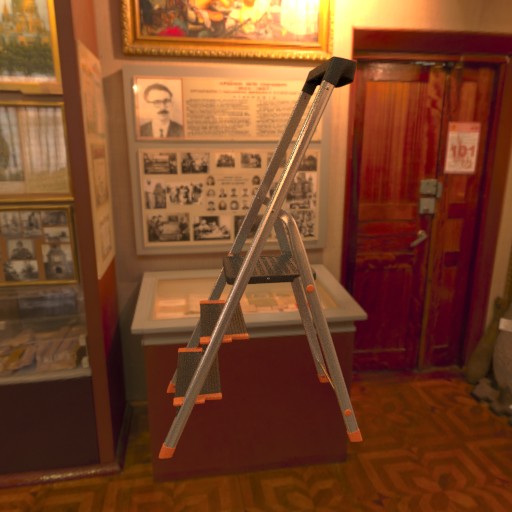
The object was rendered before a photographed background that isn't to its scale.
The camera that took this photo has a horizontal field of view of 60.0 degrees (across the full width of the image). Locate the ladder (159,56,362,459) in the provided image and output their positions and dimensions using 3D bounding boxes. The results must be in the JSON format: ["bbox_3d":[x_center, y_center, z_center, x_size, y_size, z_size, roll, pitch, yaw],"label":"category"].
[{"bbox_3d":[0.000,0.000,1.521,0.686,1.229,0.416,-2,14,-7],"label":"ladder"}]
